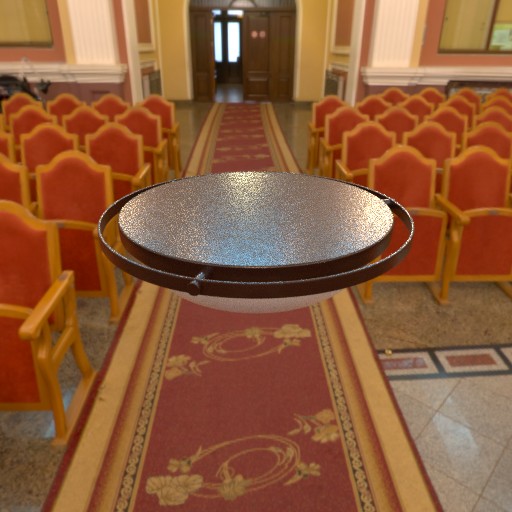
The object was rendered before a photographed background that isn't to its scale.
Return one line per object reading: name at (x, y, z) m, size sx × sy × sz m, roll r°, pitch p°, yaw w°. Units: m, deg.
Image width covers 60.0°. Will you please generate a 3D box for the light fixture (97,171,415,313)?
light fixture at (0.000, 0.000, 0.555) m, size 0.361 × 0.130 × 0.361 m, roll 0°, pitch 25°, yaw 0°
